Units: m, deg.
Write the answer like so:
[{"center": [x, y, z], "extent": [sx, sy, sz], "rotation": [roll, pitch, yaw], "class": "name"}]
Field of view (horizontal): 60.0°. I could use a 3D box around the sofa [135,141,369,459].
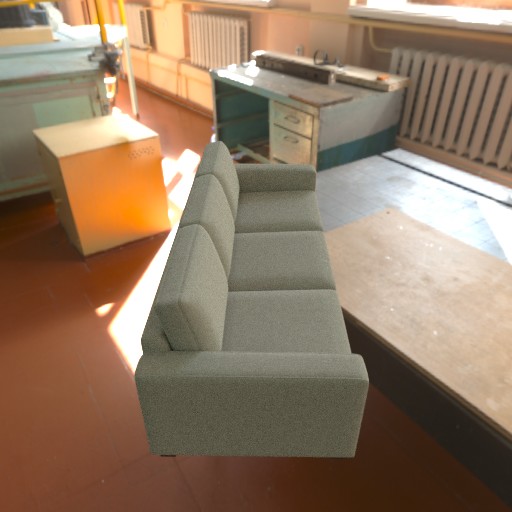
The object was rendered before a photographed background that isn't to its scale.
[{"center": [0.000, 0.000, 2.627], "extent": [0.900, 0.800, 2.160], "rotation": [0, 33, 1], "class": "sofa"}]
